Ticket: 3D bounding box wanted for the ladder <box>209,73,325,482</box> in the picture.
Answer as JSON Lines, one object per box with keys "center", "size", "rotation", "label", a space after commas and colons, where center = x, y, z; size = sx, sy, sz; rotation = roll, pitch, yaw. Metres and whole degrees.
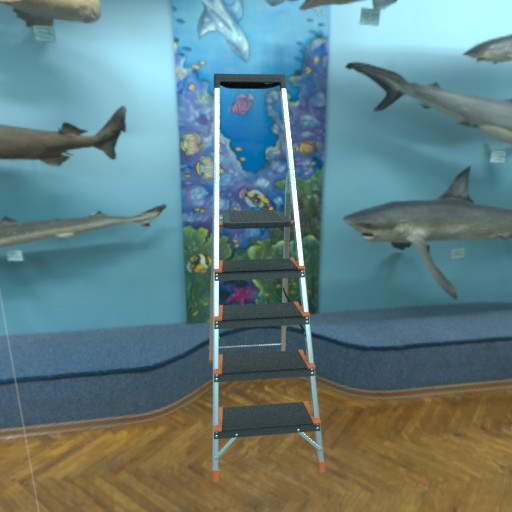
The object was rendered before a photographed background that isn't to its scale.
{"center": [0.000, 0.000, 2.096], "size": [0.480, 1.646, 0.995], "rotation": [-2, 17, -6], "label": "ladder"}
